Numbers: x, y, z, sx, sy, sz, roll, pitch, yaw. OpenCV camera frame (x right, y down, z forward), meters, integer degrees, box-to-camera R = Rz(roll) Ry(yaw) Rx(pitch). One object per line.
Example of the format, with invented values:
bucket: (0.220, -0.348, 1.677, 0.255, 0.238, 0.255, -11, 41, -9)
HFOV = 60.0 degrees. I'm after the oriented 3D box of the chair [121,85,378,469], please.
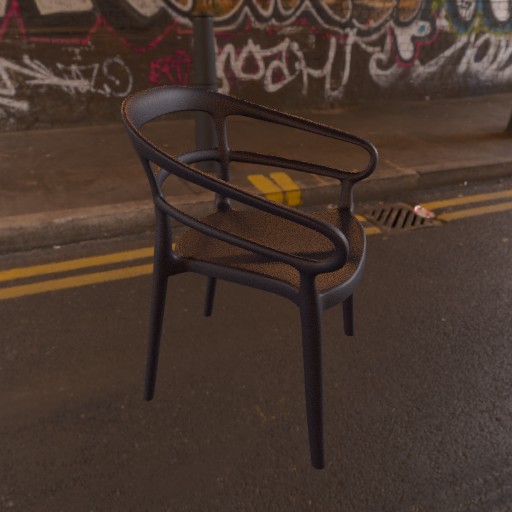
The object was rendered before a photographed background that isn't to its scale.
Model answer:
chair: (0.000, 0.000, 1.104, 0.527, 0.761, 0.559, 9, 31, 16)
